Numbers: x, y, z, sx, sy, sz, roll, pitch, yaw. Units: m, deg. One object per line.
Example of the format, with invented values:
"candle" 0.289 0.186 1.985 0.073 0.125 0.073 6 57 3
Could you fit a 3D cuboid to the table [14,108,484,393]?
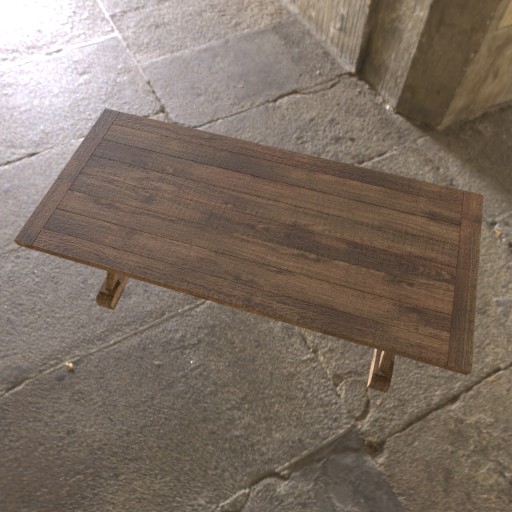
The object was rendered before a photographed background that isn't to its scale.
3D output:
"table" 0.000 0.000 2.400 2.031 0.733 0.907 15 61 9
